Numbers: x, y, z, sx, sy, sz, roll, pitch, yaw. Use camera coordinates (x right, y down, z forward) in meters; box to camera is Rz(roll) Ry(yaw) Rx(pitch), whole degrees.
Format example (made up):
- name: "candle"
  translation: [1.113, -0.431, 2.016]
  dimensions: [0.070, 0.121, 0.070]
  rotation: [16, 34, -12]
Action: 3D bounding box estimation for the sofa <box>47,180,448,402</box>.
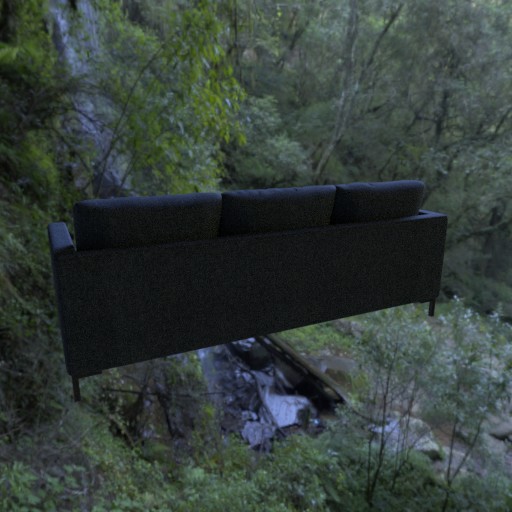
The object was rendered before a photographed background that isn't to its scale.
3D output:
- name: "sofa"
  translation: [0.000, 0.000, 2.659]
  dimensions: [2.218, 0.874, 0.859]
  rotation: [-7, 17, -25]
